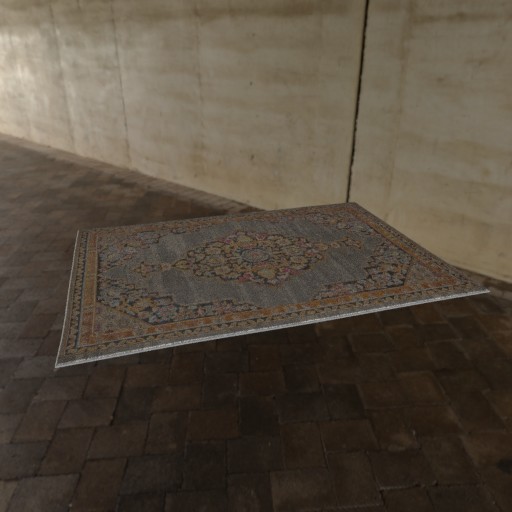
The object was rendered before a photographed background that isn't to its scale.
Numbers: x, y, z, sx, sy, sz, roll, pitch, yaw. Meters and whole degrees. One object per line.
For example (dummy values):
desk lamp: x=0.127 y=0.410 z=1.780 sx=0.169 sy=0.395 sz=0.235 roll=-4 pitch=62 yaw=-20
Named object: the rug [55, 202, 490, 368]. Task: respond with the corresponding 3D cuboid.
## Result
rug: x=0.000 y=0.000 z=3.673 sx=2.901 sy=0.026 sz=2.043 roll=-7 pitch=27 yaw=-15
